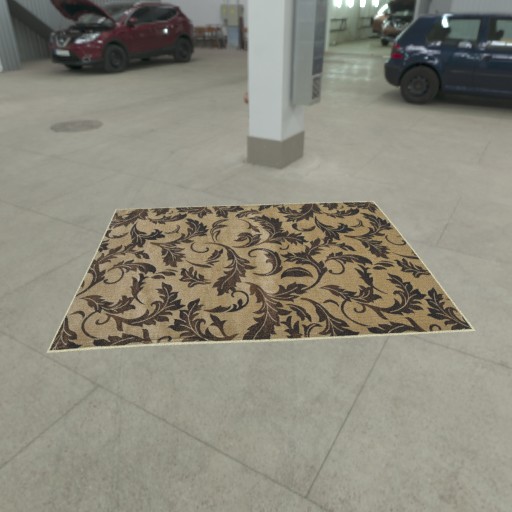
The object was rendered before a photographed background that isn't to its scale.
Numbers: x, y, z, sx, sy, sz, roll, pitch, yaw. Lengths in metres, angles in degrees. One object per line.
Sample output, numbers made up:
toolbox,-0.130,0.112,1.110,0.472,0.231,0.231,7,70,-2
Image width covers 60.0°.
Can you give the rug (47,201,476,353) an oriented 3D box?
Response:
rug,0.000,0.000,4.067,2.977,0.008,2.380,-2,30,-4
